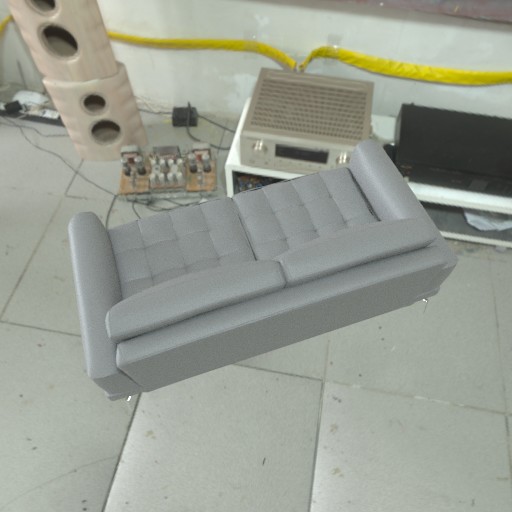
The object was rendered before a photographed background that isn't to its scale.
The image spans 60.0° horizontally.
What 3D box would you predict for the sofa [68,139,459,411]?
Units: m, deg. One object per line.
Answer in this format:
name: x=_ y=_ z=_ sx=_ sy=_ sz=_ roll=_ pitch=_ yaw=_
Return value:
sofa: x=0.000 y=0.000 z=2.767 sx=2.177 sy=0.930 sz=1.121 roll=-16 pitch=60 yaw=-10
